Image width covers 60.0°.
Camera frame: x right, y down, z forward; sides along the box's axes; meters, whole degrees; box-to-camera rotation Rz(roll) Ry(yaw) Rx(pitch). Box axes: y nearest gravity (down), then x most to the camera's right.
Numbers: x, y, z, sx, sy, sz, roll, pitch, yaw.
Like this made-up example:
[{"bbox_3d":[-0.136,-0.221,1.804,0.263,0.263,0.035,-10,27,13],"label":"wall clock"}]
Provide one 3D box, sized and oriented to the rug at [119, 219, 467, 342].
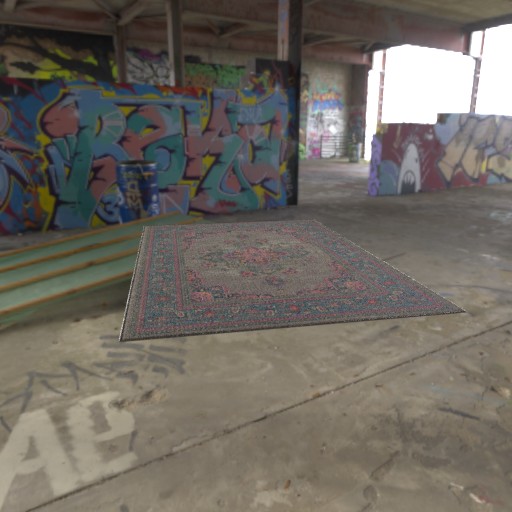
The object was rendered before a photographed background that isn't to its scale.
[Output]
[{"bbox_3d":[0.000,0.000,3.819,2.005,0.013,2.890,-3,16,-11],"label":"rug"}]
